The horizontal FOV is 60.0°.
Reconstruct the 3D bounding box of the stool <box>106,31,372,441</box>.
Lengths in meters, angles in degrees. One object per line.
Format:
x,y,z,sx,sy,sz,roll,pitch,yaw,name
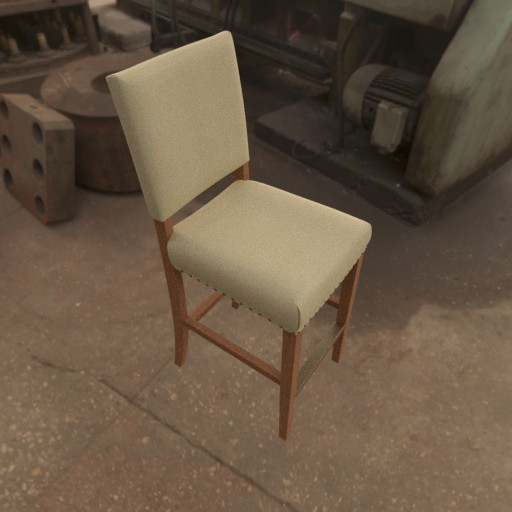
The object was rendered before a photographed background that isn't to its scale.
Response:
0.000,0.000,1.429,0.584,1.168,0.445,25,48,25,stool
